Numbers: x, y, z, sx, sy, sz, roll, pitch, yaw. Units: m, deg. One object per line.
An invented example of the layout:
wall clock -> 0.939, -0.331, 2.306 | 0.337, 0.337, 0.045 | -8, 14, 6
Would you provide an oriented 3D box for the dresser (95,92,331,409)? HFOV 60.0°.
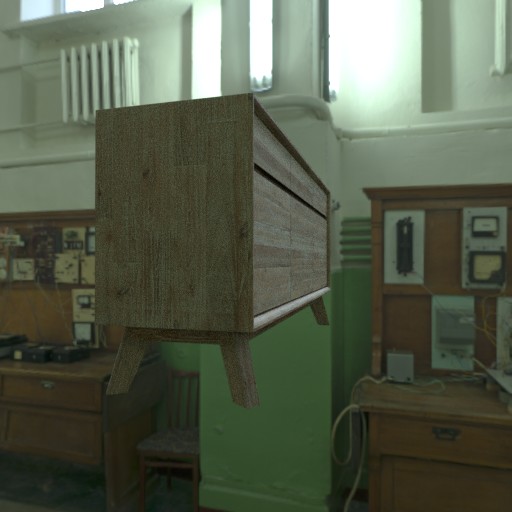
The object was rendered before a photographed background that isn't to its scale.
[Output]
dresser -> 0.000, 0.000, 1.922 | 0.455, 0.788, 1.602 | 0, -1, 16
